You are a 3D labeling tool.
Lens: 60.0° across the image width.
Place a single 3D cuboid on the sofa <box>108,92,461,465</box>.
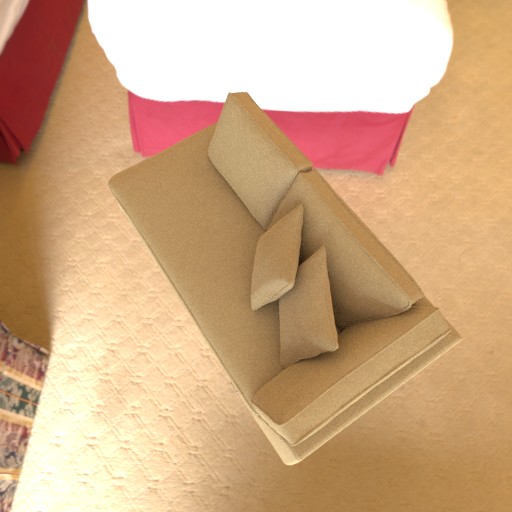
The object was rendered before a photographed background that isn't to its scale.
[{"bbox_3d":[0.000,0.000,2.835,1.110,1.033,2.237,-31,67,-15],"label":"sofa"}]
